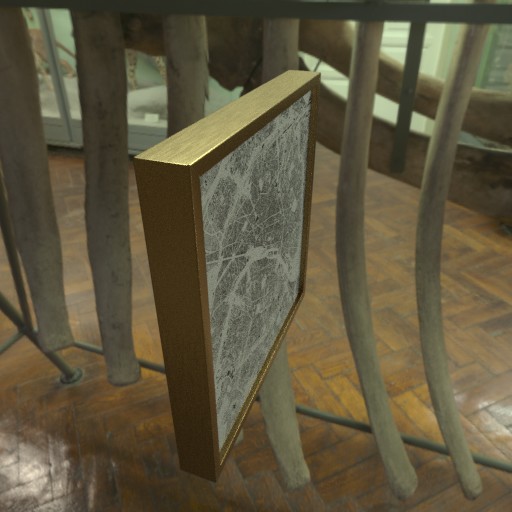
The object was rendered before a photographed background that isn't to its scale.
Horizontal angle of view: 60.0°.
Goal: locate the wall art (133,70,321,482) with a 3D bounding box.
[{"bbox_3d":[0.000,0.000,0.451,0.037,0.305,0.305,11,34,17],"label":"wall art"}]
